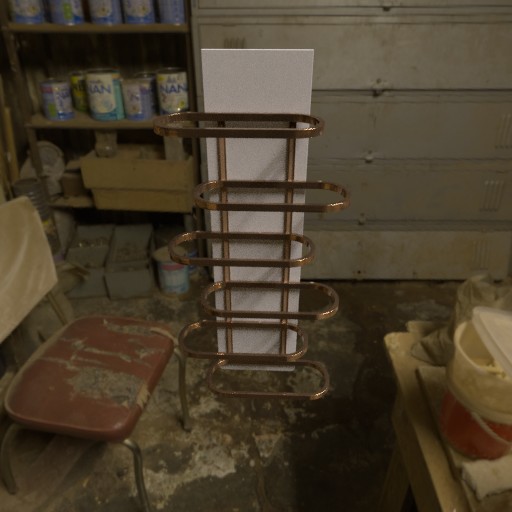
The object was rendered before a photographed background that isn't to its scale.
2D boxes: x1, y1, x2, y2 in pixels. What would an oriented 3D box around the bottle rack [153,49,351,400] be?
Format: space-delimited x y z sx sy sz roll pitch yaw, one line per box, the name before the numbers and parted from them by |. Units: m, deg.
bottle rack | 0.000 0.000 0.848 0.332 0.709 0.118 1 31 2
